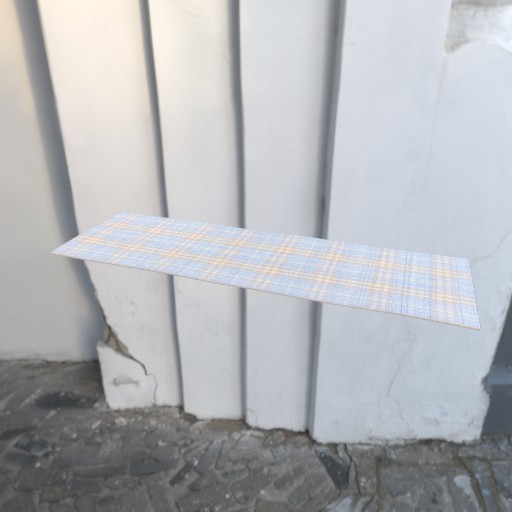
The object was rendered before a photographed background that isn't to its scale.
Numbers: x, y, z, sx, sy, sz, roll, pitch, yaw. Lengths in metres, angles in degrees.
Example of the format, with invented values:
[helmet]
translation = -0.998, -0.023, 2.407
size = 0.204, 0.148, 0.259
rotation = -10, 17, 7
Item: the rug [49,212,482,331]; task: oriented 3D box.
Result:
[rug]
translation = 0.000, 0.000, 2.696
size = 2.439, 0.013, 0.762
rotation = 9, 27, 17
